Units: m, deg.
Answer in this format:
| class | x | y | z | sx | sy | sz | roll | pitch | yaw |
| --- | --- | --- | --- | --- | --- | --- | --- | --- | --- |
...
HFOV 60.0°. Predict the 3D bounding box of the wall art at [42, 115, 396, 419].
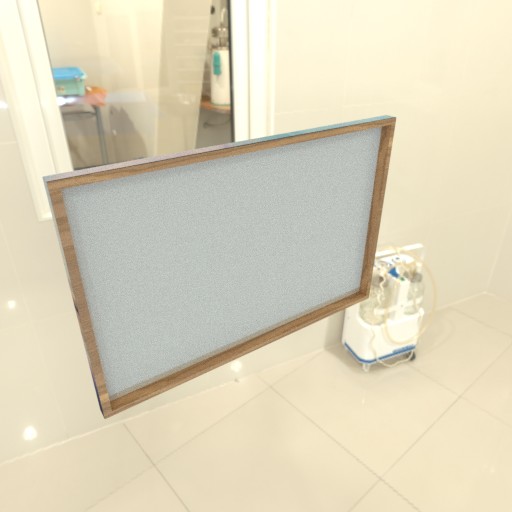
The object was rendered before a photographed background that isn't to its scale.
| class | x | y | z | sx | sy | sz | roll | pitch | yaw |
| --- | --- | --- | --- | --- | --- | --- | --- | --- | --- |
| wall art | 0.000 | 0.000 | 1.161 | 0.911 | 0.605 | 0.037 | -19 | 35 | -29 |
